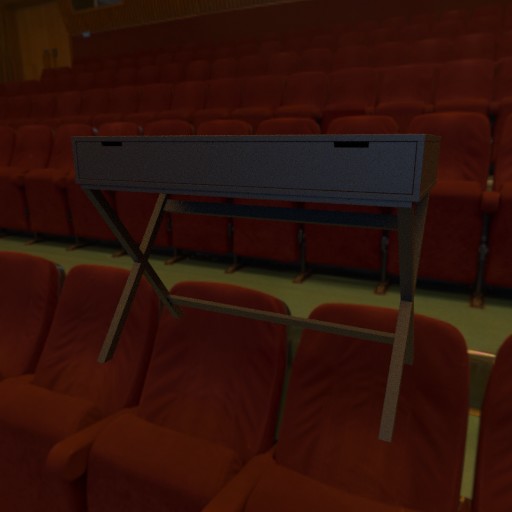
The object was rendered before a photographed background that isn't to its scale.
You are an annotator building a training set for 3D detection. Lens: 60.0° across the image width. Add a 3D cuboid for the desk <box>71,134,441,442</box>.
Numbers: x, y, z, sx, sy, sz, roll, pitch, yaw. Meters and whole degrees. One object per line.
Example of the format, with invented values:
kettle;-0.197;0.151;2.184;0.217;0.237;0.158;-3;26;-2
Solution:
desk;0.000;0.000;1.499;1.057;0.780;0.504;7;16;25
